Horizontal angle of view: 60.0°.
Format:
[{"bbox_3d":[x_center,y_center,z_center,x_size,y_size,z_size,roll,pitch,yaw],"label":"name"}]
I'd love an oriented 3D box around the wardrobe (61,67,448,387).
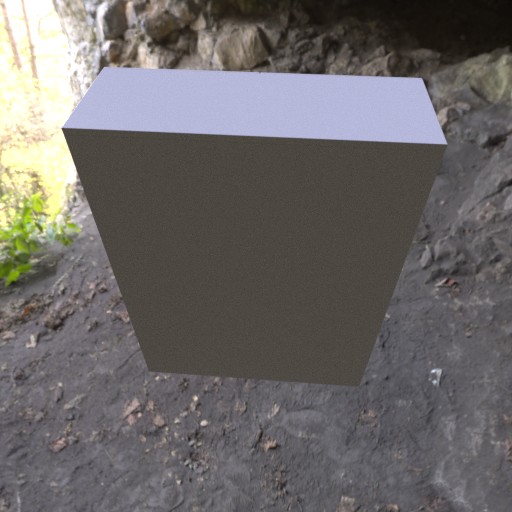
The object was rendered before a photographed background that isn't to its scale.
[{"bbox_3d":[0.000,0.000,1.589,0.900,1.200,0.360,3,47,3],"label":"wardrobe"}]
